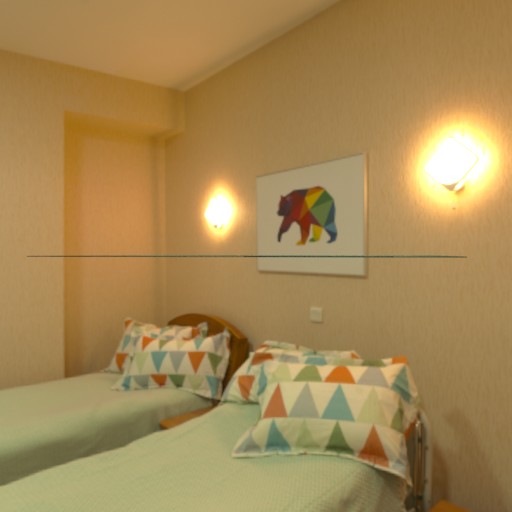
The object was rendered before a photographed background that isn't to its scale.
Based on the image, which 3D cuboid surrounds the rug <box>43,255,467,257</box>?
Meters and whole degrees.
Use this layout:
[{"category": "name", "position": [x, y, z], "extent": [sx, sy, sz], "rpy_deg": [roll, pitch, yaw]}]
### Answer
[{"category": "rug", "position": [0.000, 0.000, 3.012], "extent": [2.420, 0.005, 1.528], "rpy_deg": [0, 0, 18]}]
